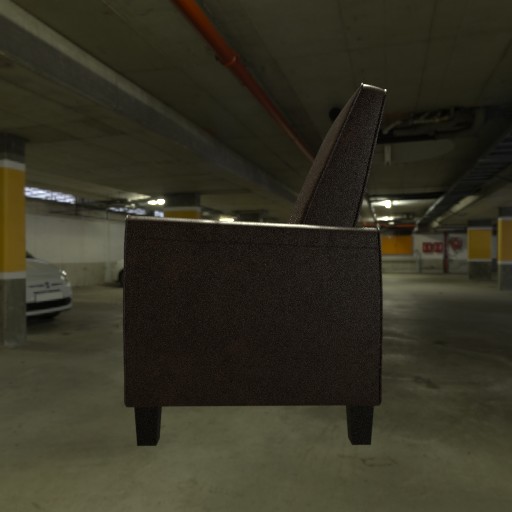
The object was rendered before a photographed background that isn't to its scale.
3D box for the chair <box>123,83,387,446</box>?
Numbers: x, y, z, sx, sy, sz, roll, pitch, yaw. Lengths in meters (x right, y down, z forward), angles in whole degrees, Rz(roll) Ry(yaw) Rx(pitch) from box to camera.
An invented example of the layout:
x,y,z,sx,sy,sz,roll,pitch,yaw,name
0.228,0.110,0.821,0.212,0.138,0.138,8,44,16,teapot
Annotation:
x,y,z,sx,sy,sz,roll,pitch,yaw,name
0.000,0.000,1.508,0.746,1.013,0.705,0,0,-1,chair
